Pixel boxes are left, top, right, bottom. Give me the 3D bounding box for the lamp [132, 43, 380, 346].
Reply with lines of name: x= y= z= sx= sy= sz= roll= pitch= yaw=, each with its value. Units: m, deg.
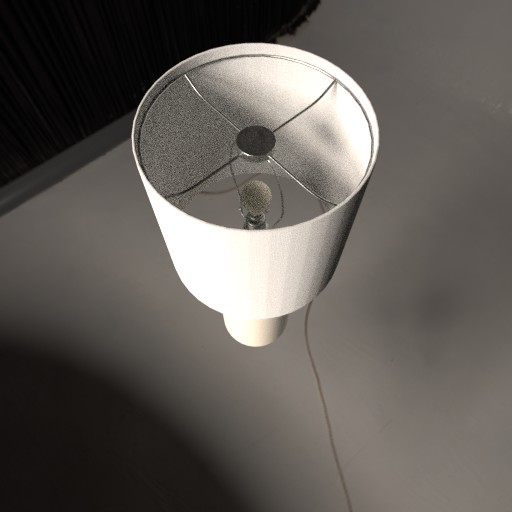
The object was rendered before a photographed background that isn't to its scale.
lamp: x=0.000 y=0.000 z=0.599 sx=0.212 sy=0.493 sz=0.212 roll=-39 pitch=69 yaw=-18
